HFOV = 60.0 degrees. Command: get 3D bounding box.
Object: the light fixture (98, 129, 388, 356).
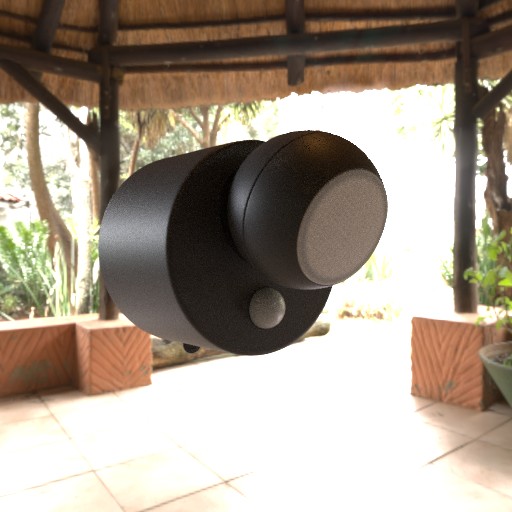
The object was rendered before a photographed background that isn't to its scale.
[{"bbox_3d":[0.000,0.000,0.261,0.134,0.143,0.160,0,1,-37],"label":"light fixture"}]
